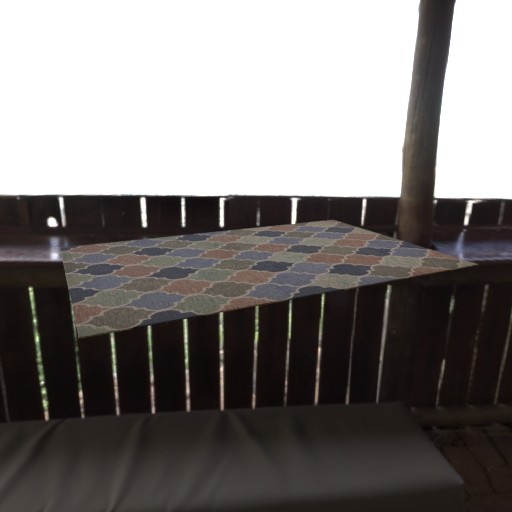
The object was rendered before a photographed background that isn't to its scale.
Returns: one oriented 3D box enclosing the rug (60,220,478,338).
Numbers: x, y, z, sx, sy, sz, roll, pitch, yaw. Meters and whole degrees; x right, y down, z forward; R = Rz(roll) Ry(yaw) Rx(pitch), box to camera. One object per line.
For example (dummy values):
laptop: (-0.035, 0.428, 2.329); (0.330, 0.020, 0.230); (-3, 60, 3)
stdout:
rug: (0.000, 0.000, 2.892); (2.284, 0.006, 1.521); (-8, 18, -24)
